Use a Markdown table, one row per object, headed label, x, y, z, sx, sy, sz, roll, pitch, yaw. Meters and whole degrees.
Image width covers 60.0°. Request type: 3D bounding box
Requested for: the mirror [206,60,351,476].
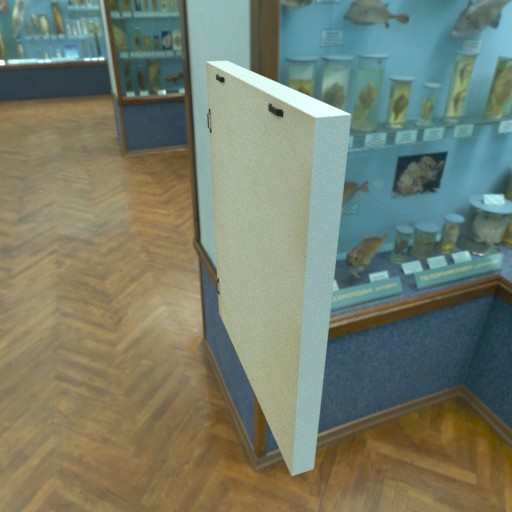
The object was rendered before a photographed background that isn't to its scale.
| label | x | y | z | sx | sy | sz | roll | pitch | yaw |
| --- | --- | --- | --- | --- | --- | --- | --- | --- | --- |
| mirror | 0.000 | 0.000 | 0.683 | 0.041 | 0.509 | 0.406 | -10 | 32 | -16 |
